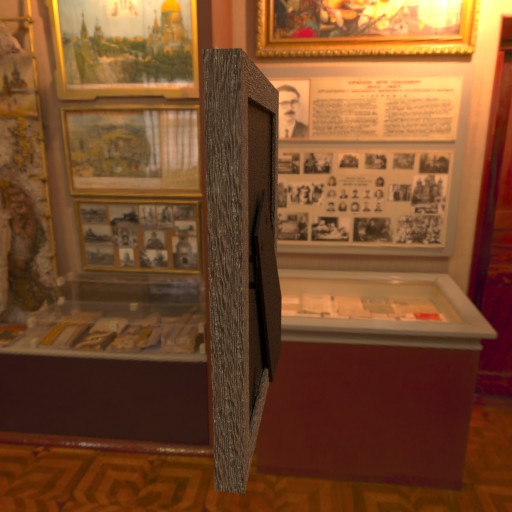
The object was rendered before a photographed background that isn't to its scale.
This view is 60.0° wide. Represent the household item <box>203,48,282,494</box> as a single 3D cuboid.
[{"bbox_3d":[0.000,0.000,0.278,0.020,0.210,0.160,2,14,8],"label":"household item"}]
